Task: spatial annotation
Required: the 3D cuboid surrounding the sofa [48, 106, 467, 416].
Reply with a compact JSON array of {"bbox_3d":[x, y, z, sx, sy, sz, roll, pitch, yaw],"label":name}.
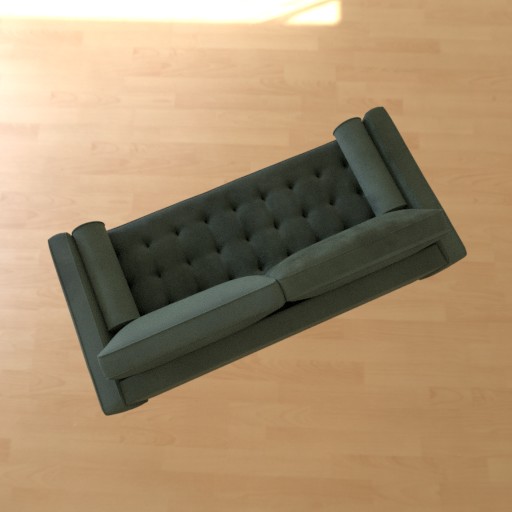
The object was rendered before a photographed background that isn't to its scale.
[{"bbox_3d":[0.000,0.000,2.320,1.880,0.772,0.916,-23,77,-6],"label":"sofa"}]
